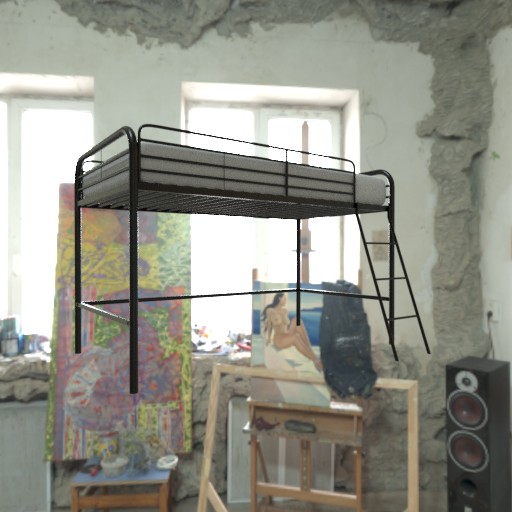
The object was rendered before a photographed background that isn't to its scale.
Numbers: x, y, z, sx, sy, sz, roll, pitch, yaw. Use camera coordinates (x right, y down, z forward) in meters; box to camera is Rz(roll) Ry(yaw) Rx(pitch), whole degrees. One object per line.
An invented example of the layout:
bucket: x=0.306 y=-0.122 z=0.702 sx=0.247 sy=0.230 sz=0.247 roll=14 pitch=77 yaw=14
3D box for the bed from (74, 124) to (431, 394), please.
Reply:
bed: x=0.000 y=0.000 z=2.940 sx=1.968 sy=1.289 sz=1.393 roll=0 pitch=0 yaw=-36
